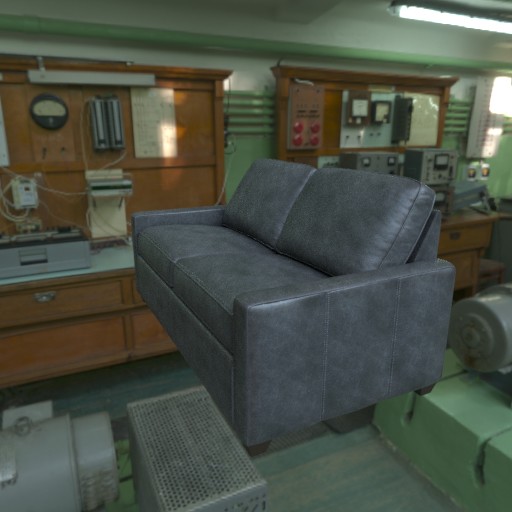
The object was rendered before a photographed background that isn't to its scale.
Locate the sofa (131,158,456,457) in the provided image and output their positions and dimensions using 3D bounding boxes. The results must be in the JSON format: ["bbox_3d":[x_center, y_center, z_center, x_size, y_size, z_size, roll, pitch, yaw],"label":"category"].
[{"bbox_3d":[0.000,0.000,2.313,0.939,0.916,1.732,-8,18,-26],"label":"sofa"}]
